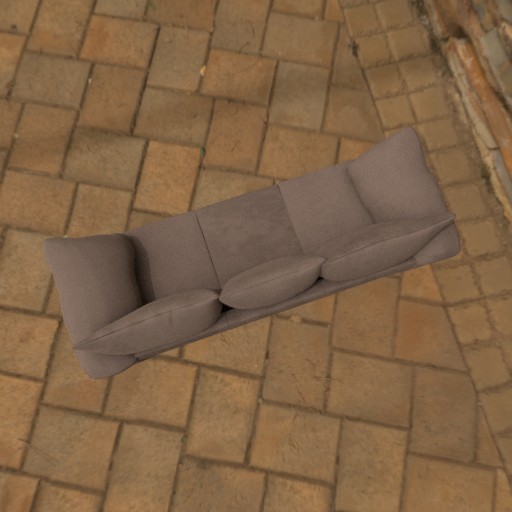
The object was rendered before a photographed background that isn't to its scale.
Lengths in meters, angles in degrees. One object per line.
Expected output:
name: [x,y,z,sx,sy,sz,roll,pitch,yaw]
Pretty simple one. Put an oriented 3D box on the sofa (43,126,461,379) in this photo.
sofa: [0.000,0.000,2.857,2.377,0.981,0.893,-18,77,-4]
